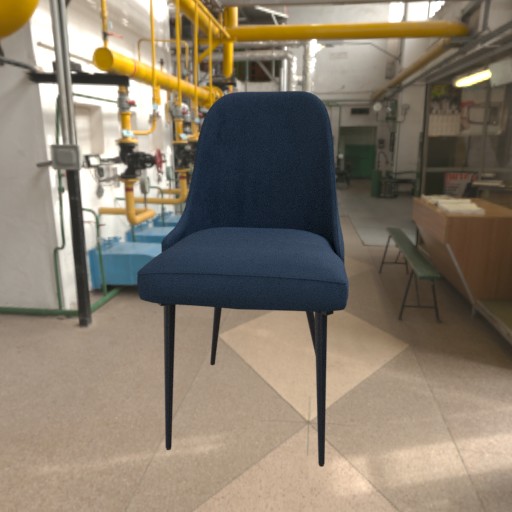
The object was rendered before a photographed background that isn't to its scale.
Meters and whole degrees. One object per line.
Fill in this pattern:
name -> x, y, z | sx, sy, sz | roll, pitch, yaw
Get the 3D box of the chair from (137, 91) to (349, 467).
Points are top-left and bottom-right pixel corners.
chair -> 0.000, 0.000, 1.208 | 0.478, 0.896, 0.559 | 2, 15, 8
